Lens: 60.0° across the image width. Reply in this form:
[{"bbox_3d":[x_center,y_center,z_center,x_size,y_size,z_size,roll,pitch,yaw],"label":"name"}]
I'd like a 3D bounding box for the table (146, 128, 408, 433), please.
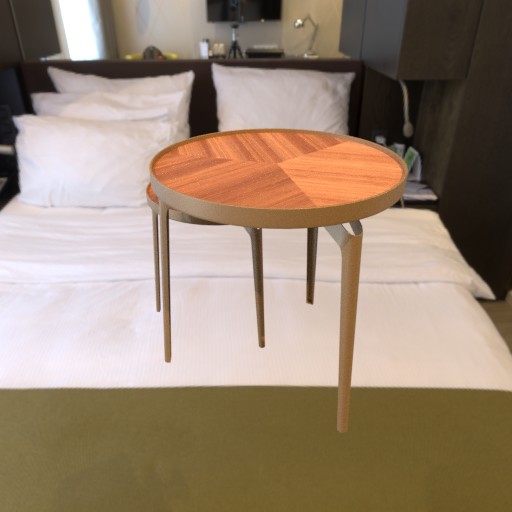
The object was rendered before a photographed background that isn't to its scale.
[{"bbox_3d":[0.000,0.000,1.138,0.532,0.555,0.751,-18,34,-28],"label":"table"}]
